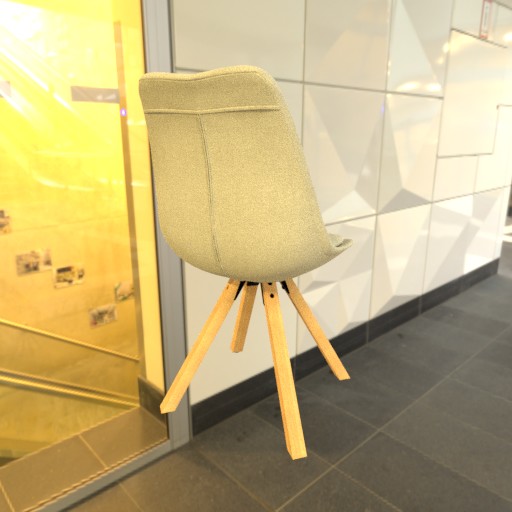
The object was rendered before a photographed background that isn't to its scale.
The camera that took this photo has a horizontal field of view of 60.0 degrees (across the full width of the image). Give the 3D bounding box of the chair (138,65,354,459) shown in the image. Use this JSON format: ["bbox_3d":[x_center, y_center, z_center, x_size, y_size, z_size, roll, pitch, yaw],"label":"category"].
[{"bbox_3d":[0.000,0.000,1.178,0.474,0.863,0.549,8,17,27],"label":"chair"}]
